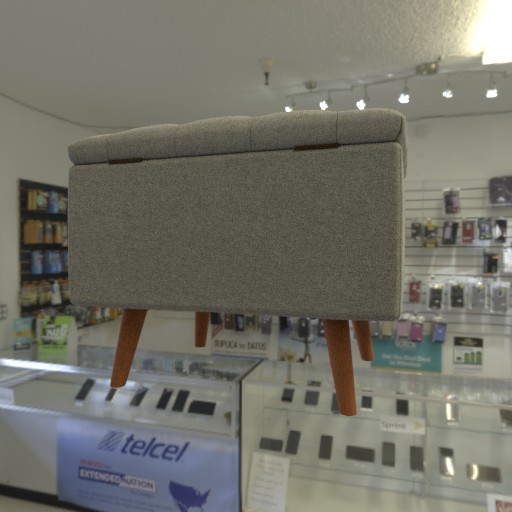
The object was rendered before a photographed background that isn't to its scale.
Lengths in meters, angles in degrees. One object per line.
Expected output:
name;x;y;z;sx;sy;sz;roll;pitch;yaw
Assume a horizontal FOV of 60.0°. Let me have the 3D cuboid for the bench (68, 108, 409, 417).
bench;0.000;0.000;0.883;0.572;0.469;0.417;0;1;19
